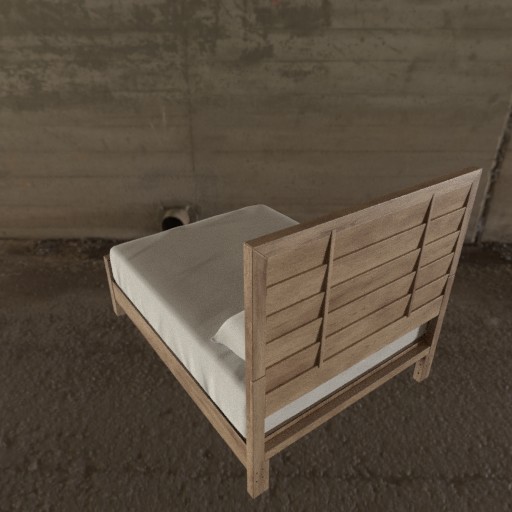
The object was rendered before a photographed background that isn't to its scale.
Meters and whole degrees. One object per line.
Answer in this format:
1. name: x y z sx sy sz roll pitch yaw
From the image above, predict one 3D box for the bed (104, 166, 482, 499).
1. bed: 0.000 0.000 3.298 1.626 1.626 2.197 -20 35 -31
